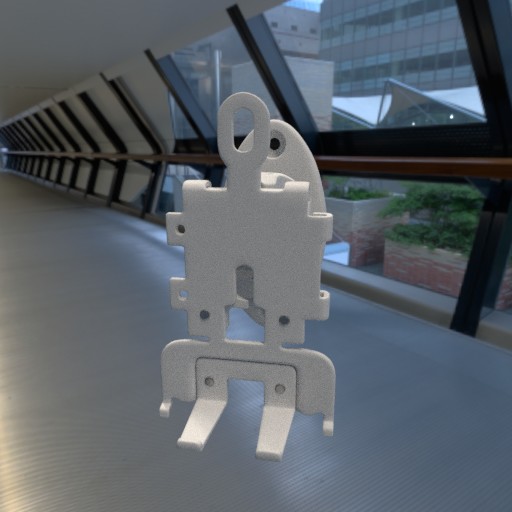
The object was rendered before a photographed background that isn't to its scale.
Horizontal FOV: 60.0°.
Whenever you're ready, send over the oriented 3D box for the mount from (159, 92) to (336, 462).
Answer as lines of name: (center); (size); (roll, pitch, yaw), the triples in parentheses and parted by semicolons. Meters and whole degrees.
mount: (0.000, 0.000, 0.176); (0.066, 0.118, 0.100); (3, 15, 10)
